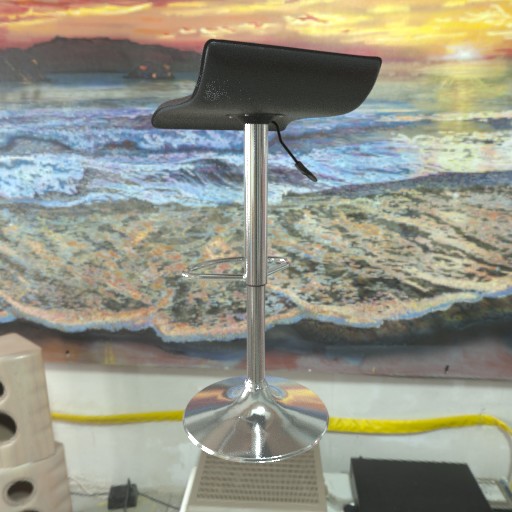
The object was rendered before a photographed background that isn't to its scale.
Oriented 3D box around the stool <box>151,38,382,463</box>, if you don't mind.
[{"bbox_3d":[0.000,0.000,1.060,0.381,0.851,0.381,-7,15,-26],"label":"stool"}]
